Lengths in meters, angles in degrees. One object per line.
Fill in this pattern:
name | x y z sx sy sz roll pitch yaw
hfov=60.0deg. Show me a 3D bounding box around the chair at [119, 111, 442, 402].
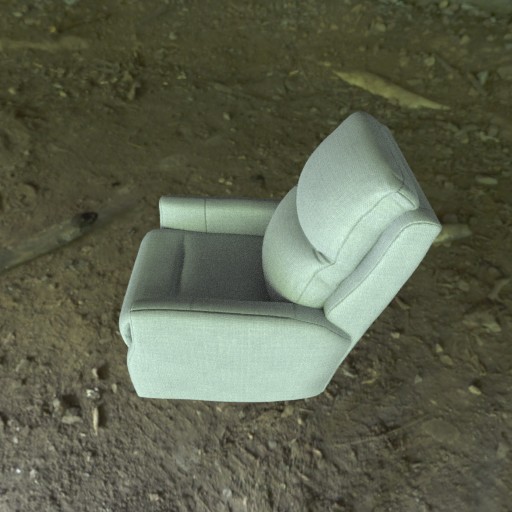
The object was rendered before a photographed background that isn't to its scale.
chair | 0.000 0.000 1.807 1.080 1.030 0.829 0 41 0
